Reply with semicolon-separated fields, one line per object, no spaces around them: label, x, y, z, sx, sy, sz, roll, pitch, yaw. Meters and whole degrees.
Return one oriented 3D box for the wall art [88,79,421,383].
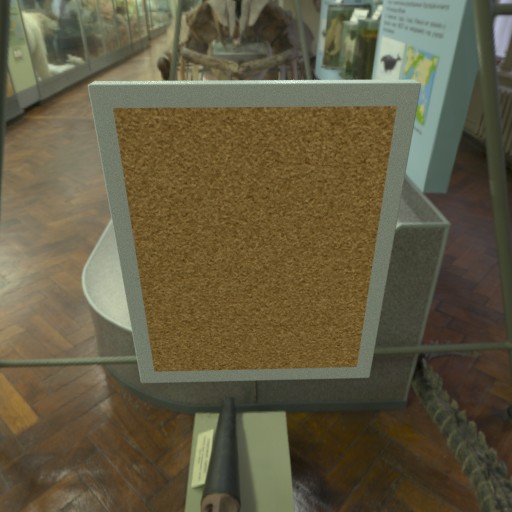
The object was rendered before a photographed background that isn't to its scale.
wall art;0.000;0.000;0.752;0.454;0.556;0.028;-1;30;-2
